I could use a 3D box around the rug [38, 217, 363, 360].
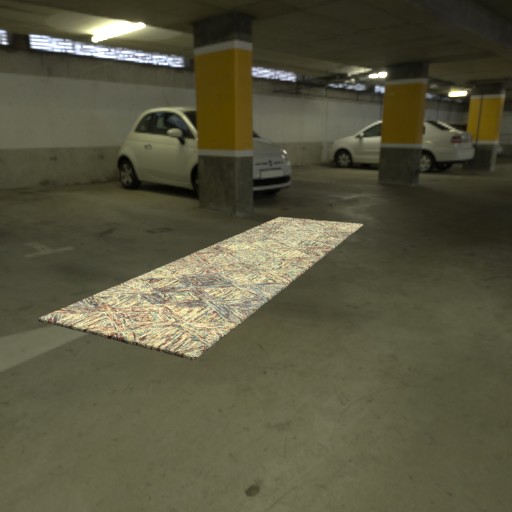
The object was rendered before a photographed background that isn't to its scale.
[{"bbox_3d":[0.000,0.000,2.487,0.688,0.015,2.292,7,17,25],"label":"rug"}]
